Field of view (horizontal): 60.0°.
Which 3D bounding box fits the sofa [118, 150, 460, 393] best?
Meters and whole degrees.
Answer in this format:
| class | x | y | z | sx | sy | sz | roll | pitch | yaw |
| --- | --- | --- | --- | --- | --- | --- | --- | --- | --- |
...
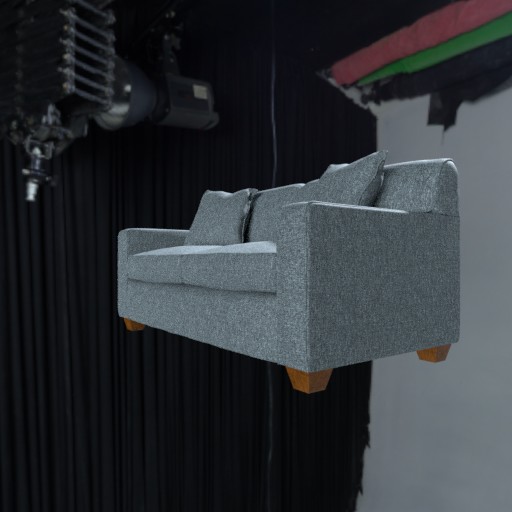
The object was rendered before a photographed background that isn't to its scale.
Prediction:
| class | x | y | z | sx | sy | sz | roll | pitch | yaw |
| --- | --- | --- | --- | --- | --- | --- | --- | --- | --- |
| sofa | 0.000 | 0.000 | 2.463 | 0.998 | 0.958 | 1.846 | 0 | -1 | -36 |
